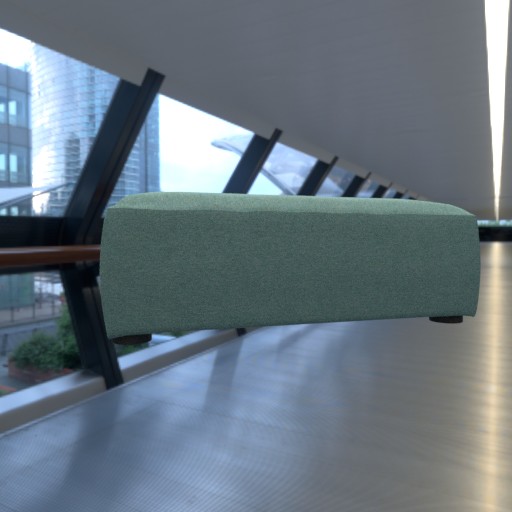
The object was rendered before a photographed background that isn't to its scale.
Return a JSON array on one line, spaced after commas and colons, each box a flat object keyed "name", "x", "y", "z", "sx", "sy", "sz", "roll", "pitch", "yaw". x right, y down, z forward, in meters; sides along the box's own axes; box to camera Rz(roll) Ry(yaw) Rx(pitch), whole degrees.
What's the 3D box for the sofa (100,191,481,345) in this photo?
[{"name": "sofa", "x": 0.000, "y": 0.000, "z": 1.453, "sx": 0.930, "sy": 0.330, "sz": 0.930, "roll": -1, "pitch": 2, "yaw": -17}]
